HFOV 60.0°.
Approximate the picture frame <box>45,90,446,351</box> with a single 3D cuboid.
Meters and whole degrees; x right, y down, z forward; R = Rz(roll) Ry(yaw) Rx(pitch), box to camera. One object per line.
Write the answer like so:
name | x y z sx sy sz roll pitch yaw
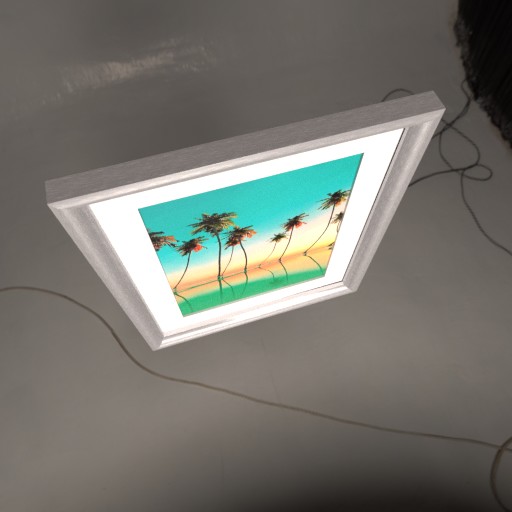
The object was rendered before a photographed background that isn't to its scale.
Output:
picture frame | 0.000 0.000 0.520 0.327 0.378 0.027 -15 63 -8
